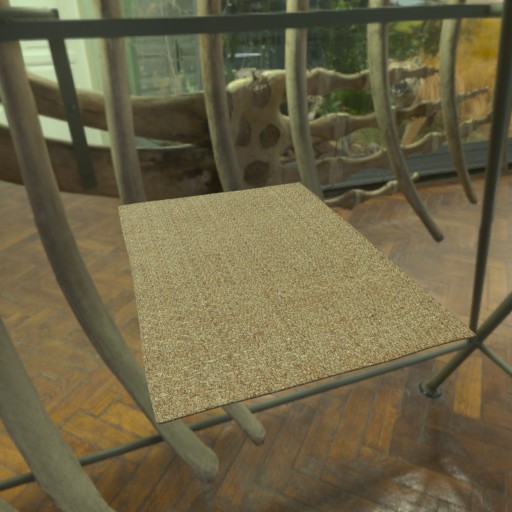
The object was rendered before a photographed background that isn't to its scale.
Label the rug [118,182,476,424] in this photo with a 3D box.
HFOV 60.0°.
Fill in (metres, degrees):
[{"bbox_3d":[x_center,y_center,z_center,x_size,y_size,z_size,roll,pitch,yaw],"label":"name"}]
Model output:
[{"bbox_3d":[0.000,0.000,2.774,1.566,0.013,2.141,-10,32,-17],"label":"rug"}]
